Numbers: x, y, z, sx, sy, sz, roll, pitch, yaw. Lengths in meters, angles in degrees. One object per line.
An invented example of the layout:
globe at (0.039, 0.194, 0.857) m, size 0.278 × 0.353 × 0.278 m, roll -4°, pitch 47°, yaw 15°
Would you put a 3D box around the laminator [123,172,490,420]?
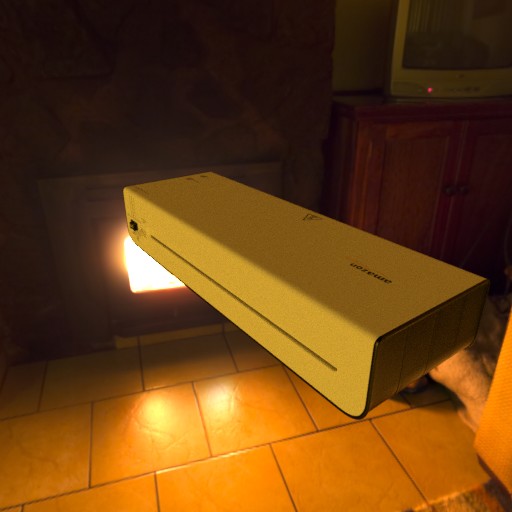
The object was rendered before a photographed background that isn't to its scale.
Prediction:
laminator at (0.000, 0.000, 0.386) m, size 0.123 × 0.062 × 0.340 m, roll -18°, pitch 30°, yaw -33°
